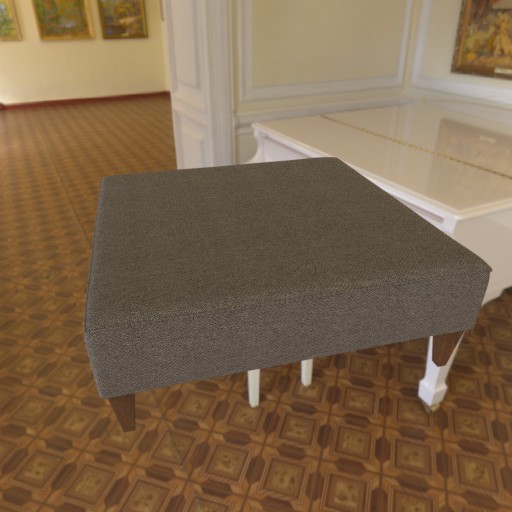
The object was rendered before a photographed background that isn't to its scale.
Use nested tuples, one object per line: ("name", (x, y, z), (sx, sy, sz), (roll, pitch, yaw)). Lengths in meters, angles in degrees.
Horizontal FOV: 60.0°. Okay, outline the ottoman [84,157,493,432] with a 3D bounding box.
("ottoman", (0.000, 0.000, 1.465), (0.981, 0.378, 0.970), (-7, 30, -13))
